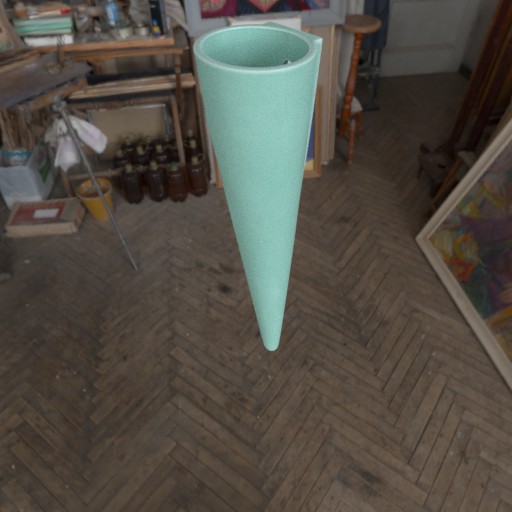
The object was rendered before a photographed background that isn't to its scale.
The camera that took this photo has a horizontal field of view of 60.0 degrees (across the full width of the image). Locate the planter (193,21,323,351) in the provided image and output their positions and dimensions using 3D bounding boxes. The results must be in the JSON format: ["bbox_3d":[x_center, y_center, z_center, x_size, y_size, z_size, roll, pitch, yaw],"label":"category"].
[{"bbox_3d":[0.000,0.000,0.290,0.054,0.268,0.055,34,55,28],"label":"planter"}]
